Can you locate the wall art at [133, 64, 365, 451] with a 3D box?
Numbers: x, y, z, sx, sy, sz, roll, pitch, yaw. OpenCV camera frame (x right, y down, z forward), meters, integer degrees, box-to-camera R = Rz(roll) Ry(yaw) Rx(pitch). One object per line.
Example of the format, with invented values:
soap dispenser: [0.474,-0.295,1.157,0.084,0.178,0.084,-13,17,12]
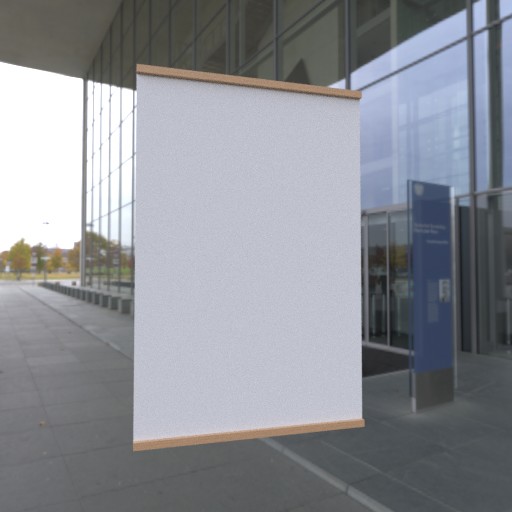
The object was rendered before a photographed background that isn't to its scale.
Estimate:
wall art: [0.000,0.000,0.761,0.401,0.611,0.016,1,-2,-16]
